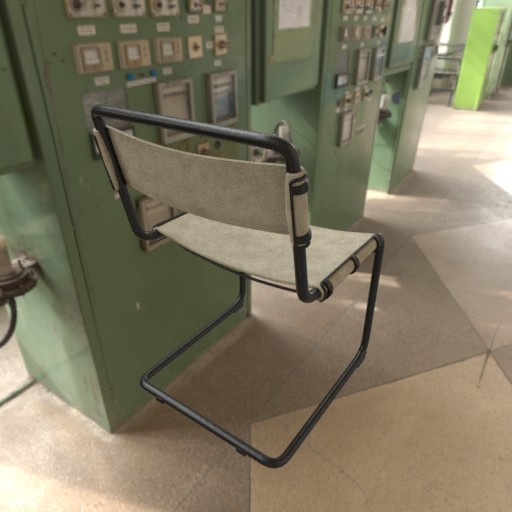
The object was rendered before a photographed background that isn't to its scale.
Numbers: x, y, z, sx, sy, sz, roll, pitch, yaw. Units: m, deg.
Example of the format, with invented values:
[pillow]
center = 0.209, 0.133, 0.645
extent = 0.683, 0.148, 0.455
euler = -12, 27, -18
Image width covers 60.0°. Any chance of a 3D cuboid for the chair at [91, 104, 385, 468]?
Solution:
[chair]
center = 0.000, 0.000, 1.086
extent = 0.499, 0.747, 0.497
euler = 19, 35, 30
